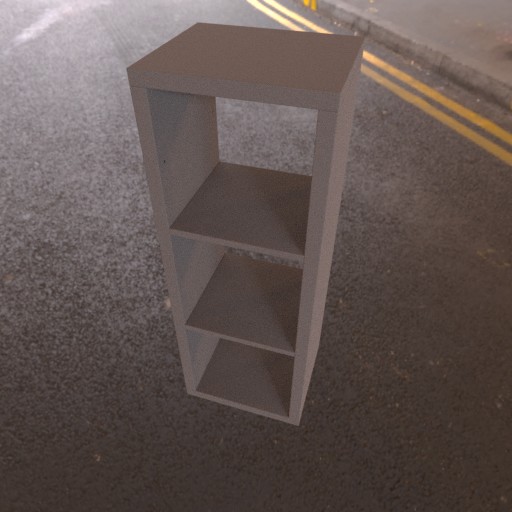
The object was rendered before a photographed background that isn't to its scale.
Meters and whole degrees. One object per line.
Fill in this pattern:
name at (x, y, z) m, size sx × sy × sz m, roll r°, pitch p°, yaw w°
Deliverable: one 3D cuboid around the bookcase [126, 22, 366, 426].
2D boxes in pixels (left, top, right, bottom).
bookcase at (0.000, 0.000, 1.233) m, size 0.390 × 1.080 × 0.330 m, roll 12°, pitch 43°, yaw 13°
